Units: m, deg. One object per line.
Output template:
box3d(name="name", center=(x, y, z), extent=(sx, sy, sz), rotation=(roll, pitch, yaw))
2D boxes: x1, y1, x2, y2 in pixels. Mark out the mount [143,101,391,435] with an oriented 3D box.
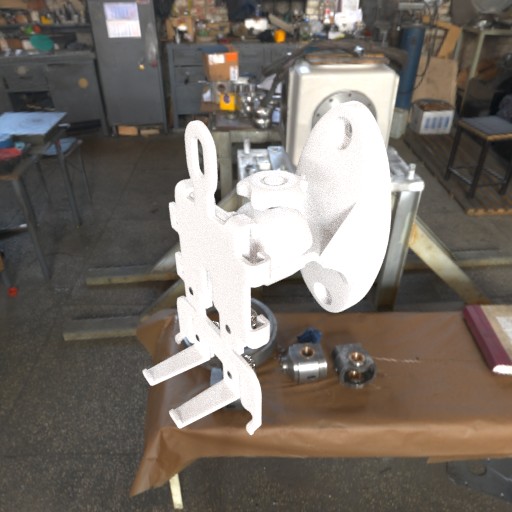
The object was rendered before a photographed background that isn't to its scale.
box3d(name="mount", center=(0.000, 0.000, 0.181), extent=(0.100, 0.118, 0.066), rotation=(-22, 40, -29))
